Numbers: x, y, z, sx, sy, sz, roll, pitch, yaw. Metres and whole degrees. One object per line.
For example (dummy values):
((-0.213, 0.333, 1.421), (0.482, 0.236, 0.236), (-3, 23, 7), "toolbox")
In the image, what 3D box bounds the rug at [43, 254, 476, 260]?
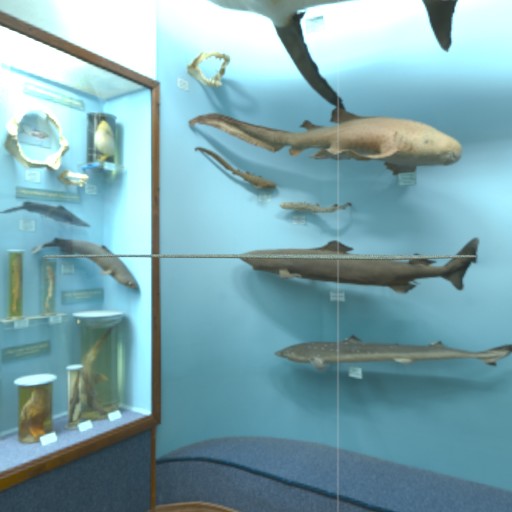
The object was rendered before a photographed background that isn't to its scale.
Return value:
((0.000, 0.000, 2.244), (1.830, 0.016, 1.224), (0, 0, 36), "rug")
